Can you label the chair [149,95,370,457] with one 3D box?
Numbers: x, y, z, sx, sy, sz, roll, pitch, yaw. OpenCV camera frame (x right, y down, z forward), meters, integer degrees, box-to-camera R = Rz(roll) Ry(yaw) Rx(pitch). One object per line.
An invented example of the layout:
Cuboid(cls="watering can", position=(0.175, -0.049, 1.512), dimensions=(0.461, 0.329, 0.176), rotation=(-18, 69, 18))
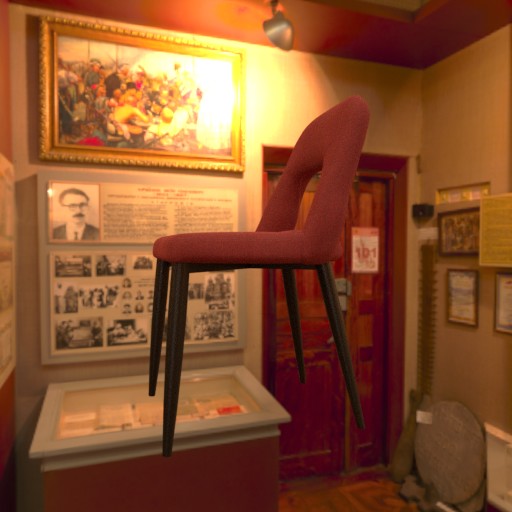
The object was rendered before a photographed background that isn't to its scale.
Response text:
Cuboid(cls="chair", position=(0.000, 0.000, 1.255), dimensions=(0.569, 0.892, 0.483), rotation=(0, 1, -18))
